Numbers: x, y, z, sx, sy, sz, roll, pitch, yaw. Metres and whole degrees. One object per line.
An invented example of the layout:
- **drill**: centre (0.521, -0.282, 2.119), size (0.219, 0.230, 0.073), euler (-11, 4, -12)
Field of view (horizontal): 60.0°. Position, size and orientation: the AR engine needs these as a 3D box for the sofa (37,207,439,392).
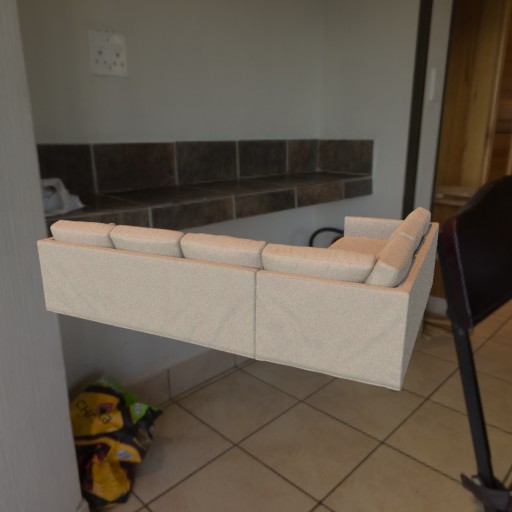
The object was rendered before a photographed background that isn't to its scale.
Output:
- **sofa**: centre (0.000, 0.000, 4.392), size (3.182, 0.871, 2.432), euler (7, 17, 25)
